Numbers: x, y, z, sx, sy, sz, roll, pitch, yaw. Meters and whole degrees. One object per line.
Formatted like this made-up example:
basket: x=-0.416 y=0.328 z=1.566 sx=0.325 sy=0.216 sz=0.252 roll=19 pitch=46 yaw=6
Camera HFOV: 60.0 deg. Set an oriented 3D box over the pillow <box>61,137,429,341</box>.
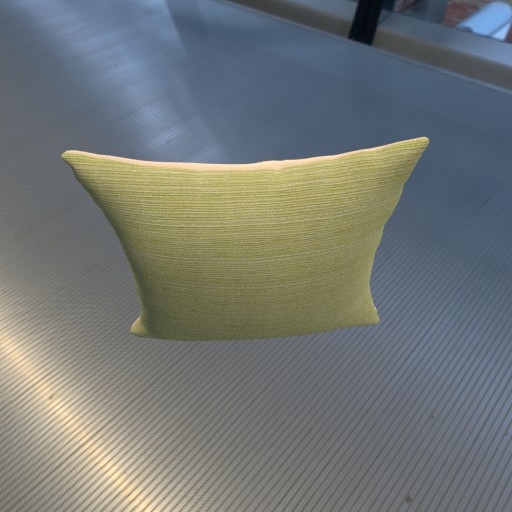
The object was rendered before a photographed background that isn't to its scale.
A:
pillow: x=0.000 y=0.000 z=0.821 sx=0.560 sy=0.487 sz=0.229 roll=-3 pitch=48 yaw=-2
